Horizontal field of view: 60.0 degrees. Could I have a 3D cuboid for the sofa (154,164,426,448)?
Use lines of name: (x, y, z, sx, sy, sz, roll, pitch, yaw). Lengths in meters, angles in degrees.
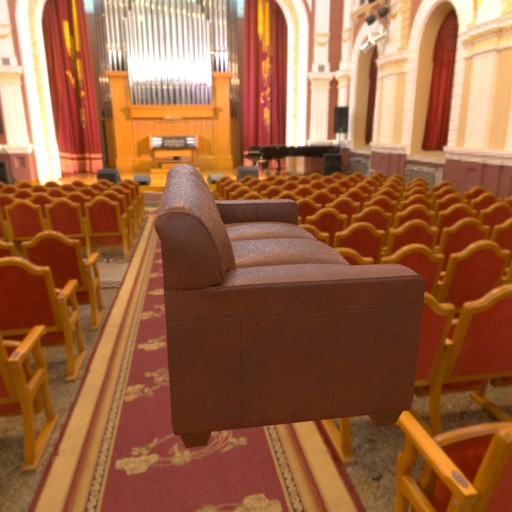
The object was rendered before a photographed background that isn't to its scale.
sofa: (0.000, 0.000, 2.539, 1.008, 0.953, 2.039, -3, 16, -9)
